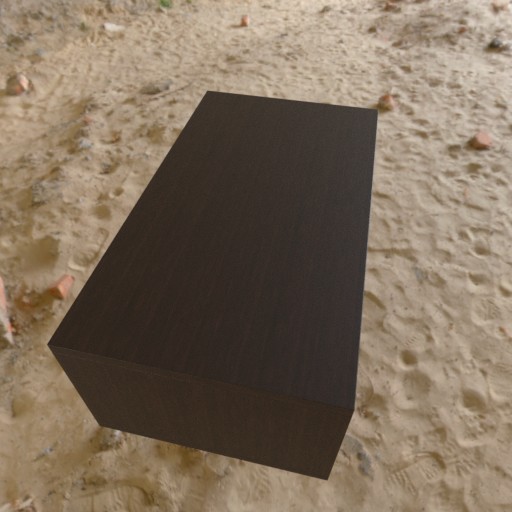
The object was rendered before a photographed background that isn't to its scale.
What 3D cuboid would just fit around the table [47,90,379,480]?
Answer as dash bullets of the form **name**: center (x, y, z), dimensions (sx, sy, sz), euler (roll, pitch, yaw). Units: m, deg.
- **table**: center (0.000, 0.000, 1.327), dimensions (0.590, 0.460, 1.050), euler (10, 48, 9)
